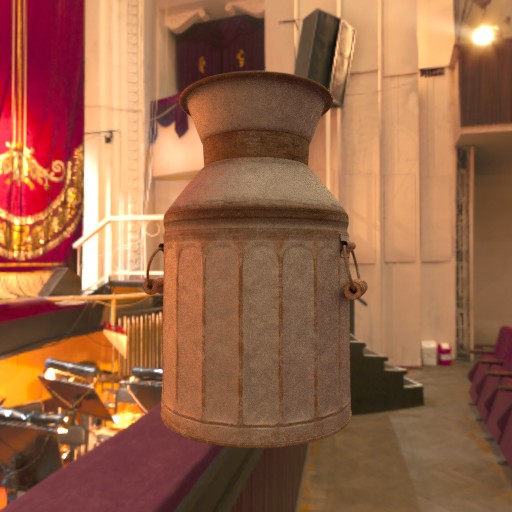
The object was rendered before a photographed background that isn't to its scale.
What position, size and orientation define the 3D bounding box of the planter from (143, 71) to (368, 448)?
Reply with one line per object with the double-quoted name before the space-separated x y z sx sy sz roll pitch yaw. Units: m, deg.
"planter" 0.000 0.000 0.514 0.248 0.358 0.215 0 -1 18
